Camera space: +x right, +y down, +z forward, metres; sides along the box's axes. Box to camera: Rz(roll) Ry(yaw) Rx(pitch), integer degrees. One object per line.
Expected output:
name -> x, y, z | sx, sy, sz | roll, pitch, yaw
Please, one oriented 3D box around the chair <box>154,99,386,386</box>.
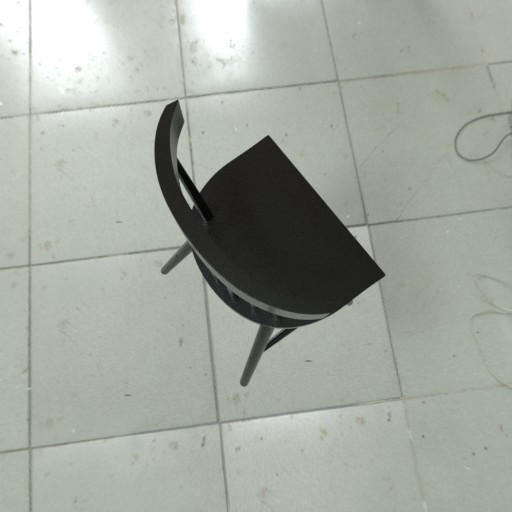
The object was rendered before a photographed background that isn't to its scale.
chair -> 0.000, 0.000, 1.155 | 0.483, 0.844, 0.506 | -36, 78, -9
